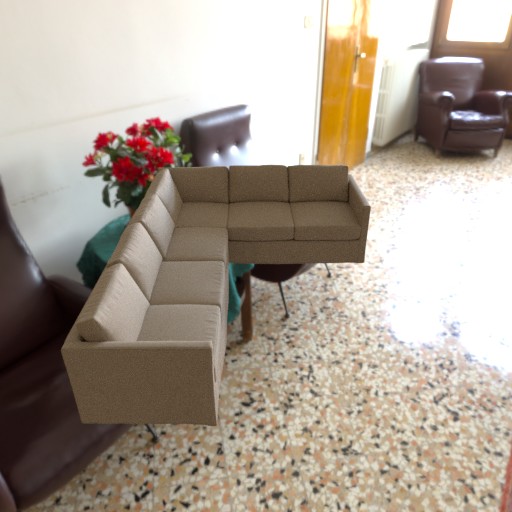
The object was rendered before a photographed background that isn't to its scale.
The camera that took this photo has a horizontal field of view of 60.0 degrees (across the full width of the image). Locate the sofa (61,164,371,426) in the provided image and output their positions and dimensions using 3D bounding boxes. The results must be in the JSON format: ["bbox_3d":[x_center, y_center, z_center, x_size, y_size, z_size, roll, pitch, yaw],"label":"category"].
[{"bbox_3d":[0.000,0.000,4.198,2.432,0.871,3.182,0,30,-1],"label":"sofa"}]
